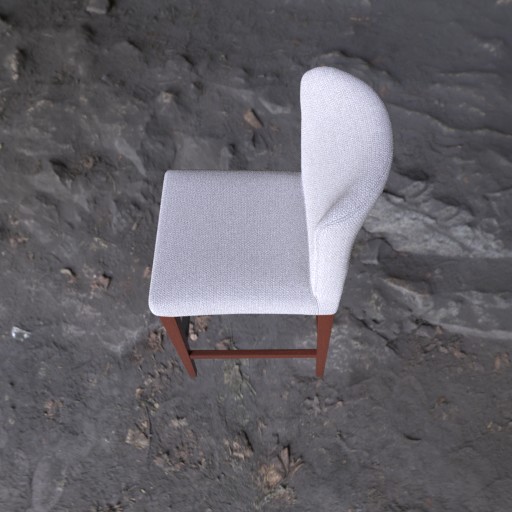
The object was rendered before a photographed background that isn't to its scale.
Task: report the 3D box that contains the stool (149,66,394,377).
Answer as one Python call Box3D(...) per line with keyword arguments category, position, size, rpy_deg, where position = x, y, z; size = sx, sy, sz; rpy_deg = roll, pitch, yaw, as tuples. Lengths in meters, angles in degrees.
Box3D(category="stool", position=(0.000, 0.000, 1.365), size=(0.568, 1.069, 0.481), rpy_deg=(0, 59, 0))
